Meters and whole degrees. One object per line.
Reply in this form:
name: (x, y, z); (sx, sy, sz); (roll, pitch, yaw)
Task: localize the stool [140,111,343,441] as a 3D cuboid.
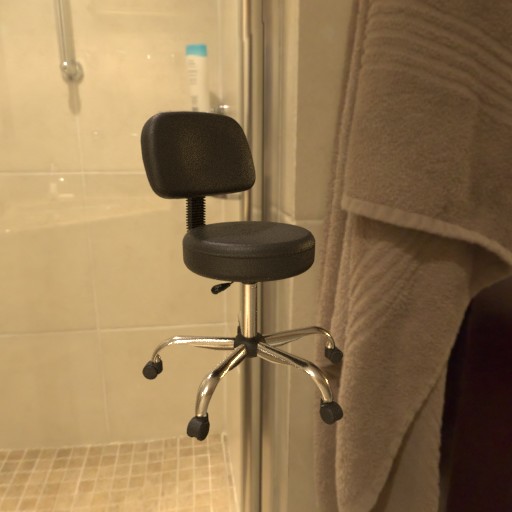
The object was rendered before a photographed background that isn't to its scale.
stool: (0.000, 0.000, 1.348); (0.648, 0.862, 0.673); (14, 20, 43)
